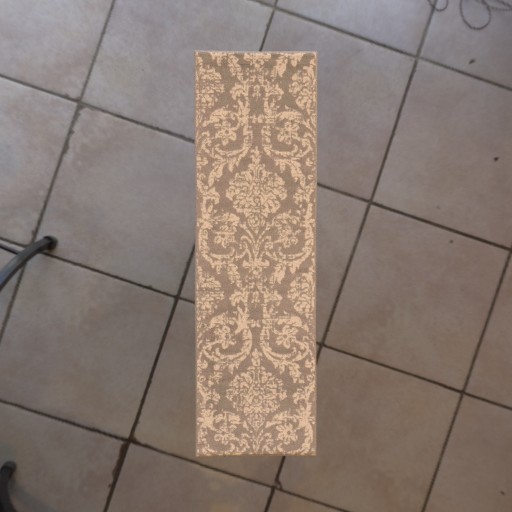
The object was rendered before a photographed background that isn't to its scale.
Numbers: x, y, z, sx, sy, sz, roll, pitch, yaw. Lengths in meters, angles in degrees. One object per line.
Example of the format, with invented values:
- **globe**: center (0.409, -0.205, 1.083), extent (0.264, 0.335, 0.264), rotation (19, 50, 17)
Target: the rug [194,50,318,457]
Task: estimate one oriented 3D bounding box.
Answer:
- **rug**: center (0.000, 0.000, 2.398), extent (0.662, 0.011, 2.196), rotation (0, 91, -1)
